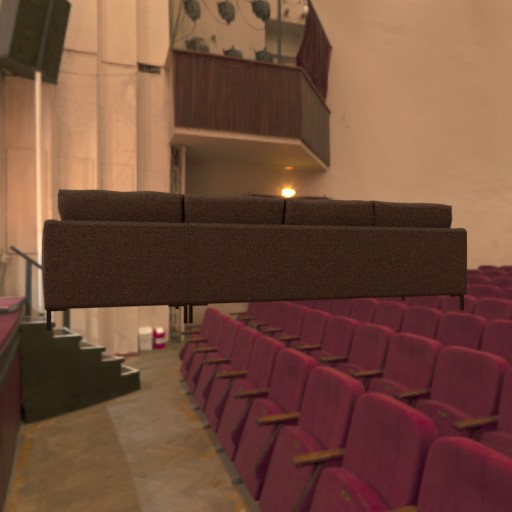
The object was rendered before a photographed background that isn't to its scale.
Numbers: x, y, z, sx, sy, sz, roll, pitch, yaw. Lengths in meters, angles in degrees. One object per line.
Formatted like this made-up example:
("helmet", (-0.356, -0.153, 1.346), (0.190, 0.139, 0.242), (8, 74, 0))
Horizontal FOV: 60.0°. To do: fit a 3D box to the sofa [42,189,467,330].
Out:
("sofa", (0.000, 0.000, 3.835), (3.221, 0.892, 1.483), (0, 0, -18))
